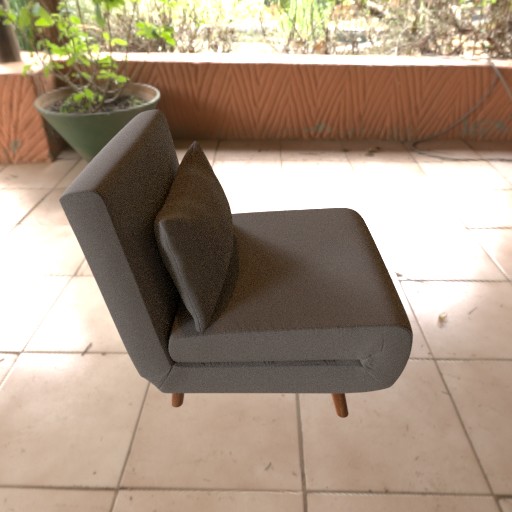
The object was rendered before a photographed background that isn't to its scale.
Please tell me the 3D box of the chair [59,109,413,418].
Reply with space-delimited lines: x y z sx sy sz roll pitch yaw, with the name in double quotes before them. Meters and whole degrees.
"chair" 0.000 0.000 1.503 0.902 0.808 0.770 0 31 0
